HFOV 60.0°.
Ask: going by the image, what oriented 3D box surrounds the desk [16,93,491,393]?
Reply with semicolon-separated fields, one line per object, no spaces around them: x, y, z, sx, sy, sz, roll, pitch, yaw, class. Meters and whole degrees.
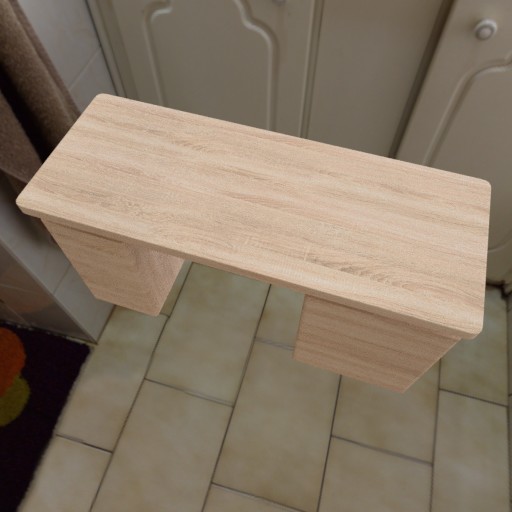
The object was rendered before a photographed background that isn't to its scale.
0.000;0.000;1.711;1.400;0.760;0.550;15;60;9;desk
